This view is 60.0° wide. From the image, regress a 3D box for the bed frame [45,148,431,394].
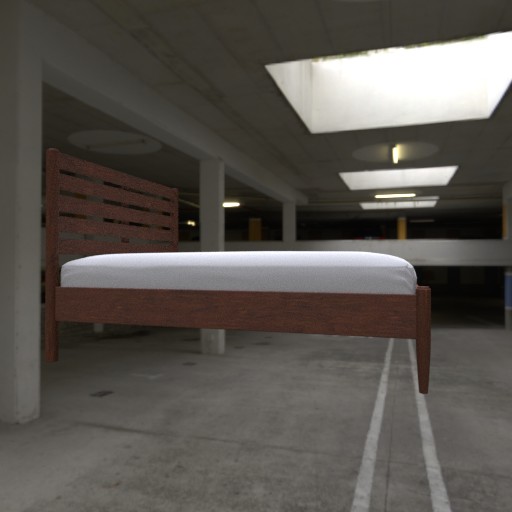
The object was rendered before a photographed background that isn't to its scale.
[{"bbox_3d":[0.000,0.000,3.184,2.234,1.321,1.655,0,-1,18],"label":"bed frame"}]
